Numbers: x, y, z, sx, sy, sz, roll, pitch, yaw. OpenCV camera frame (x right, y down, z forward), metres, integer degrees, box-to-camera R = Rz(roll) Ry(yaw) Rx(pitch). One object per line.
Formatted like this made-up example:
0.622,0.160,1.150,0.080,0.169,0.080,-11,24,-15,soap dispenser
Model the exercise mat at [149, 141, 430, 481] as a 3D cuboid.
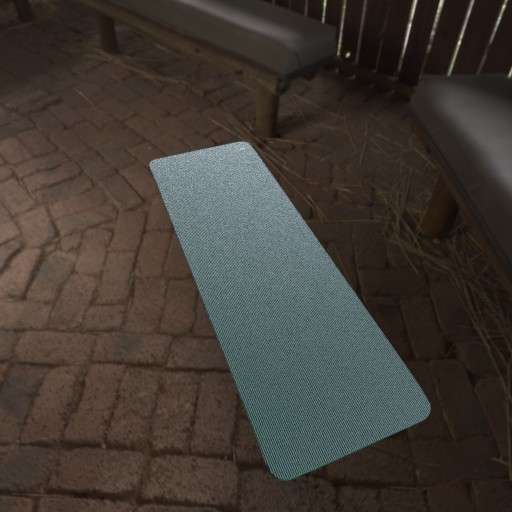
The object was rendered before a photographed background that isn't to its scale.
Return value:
0.000,0.000,2.049,0.616,0.021,1.869,-16,49,-15,exercise mat
